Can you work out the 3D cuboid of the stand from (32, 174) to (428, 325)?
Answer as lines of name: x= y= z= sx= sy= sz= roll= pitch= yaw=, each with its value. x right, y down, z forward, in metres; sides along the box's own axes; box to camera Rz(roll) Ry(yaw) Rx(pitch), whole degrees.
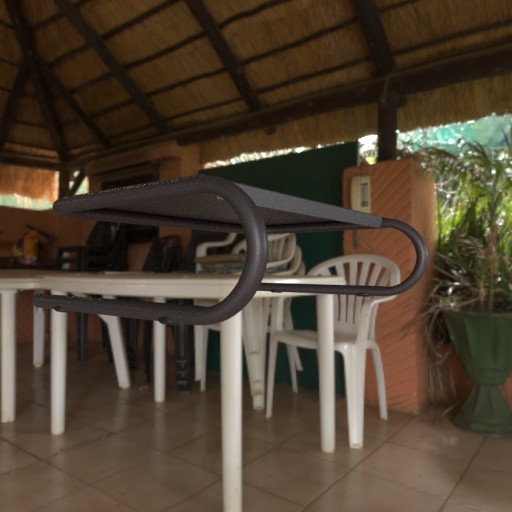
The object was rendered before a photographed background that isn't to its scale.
stand: x=0.000 y=0.000 z=0.503 sx=0.280 sy=0.108 sz=0.370 roll=-1 pitch=-1 yaw=37
